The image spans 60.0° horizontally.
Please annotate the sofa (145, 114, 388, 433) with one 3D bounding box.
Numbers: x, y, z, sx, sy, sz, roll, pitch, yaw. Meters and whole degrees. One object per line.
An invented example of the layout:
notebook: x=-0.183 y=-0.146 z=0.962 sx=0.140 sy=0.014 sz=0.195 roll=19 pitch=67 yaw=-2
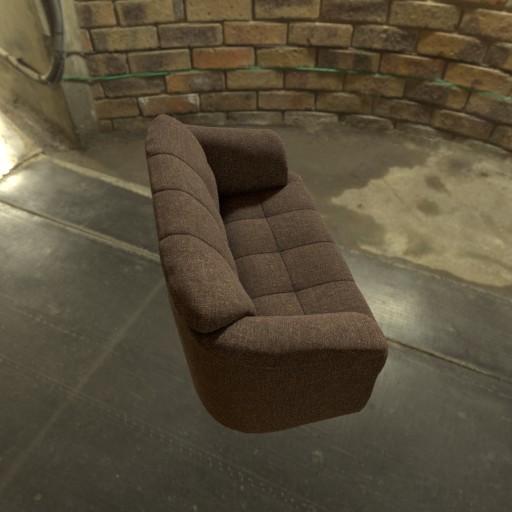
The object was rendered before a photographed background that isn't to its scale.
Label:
sofa: x=0.000 y=0.000 z=2.011 sx=0.799 sy=0.895 sz=1.404 roll=-10 pitch=48 yaw=-10
